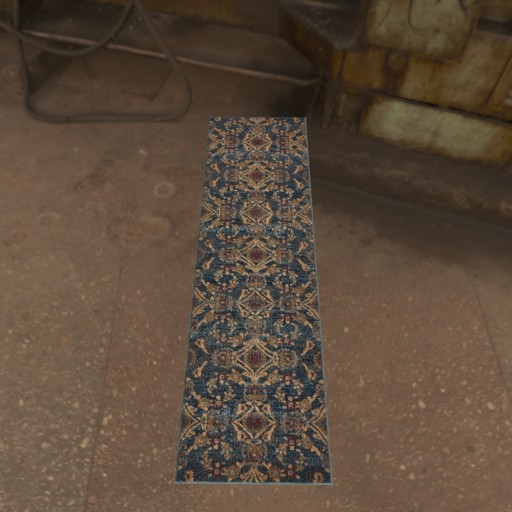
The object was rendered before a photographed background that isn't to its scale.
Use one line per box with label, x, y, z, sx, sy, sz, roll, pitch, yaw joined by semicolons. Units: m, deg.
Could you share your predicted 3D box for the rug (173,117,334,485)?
rug;0.000;0.000;2.496;0.685;0.014;2.292;0;58;0
